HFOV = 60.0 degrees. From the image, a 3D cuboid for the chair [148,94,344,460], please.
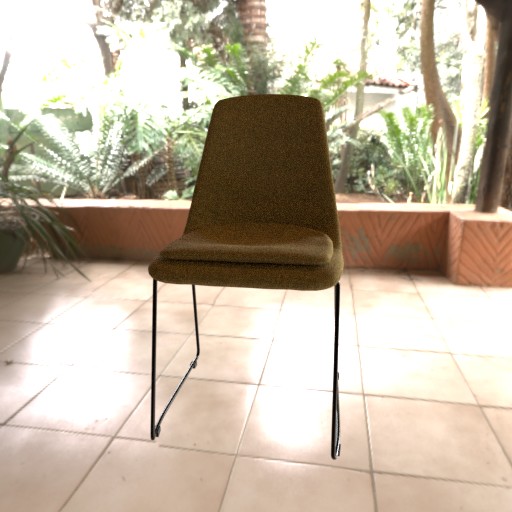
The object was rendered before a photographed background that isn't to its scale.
[{"bbox_3d":[0.000,0.000,1.170,0.479,0.849,0.496,2,15,9],"label":"chair"}]
